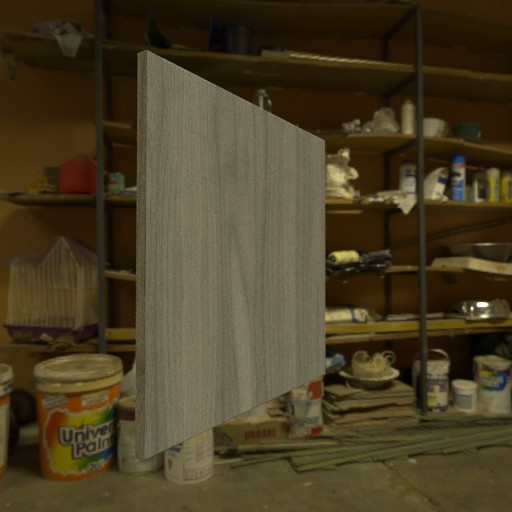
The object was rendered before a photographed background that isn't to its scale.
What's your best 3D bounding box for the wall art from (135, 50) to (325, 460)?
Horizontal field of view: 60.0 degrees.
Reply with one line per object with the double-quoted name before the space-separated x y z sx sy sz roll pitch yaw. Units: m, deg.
"wall art" 0.000 0.000 0.759 0.016 0.507 0.508 -1 -1 34
